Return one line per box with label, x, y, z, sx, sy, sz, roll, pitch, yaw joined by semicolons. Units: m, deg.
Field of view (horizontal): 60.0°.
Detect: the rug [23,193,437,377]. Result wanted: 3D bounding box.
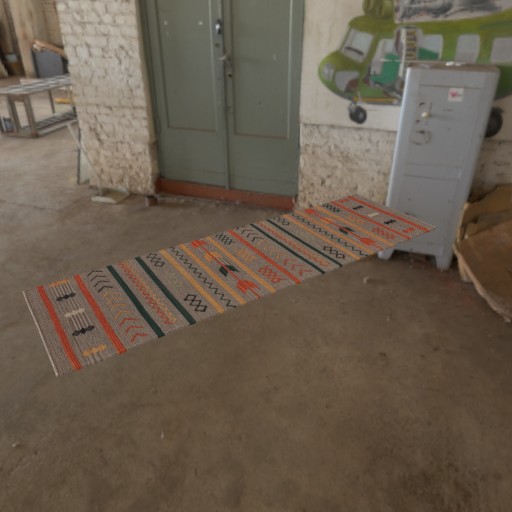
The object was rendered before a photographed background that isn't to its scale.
rug;0.000;0.000;2.619;2.419;0.022;0.744;-18;34;-29
